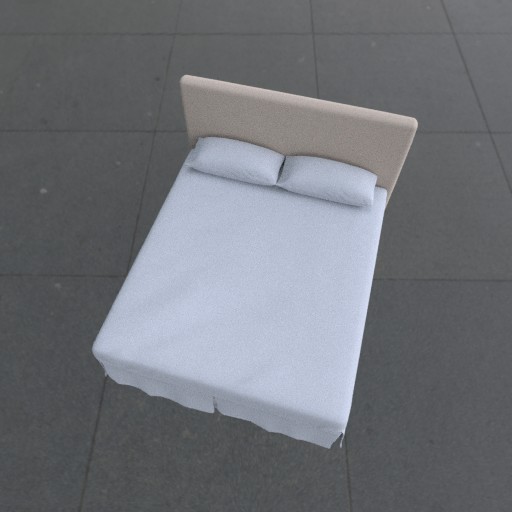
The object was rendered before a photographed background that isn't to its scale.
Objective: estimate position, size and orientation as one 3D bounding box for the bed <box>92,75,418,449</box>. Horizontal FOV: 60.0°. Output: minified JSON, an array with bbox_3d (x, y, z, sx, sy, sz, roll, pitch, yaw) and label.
[{"bbox_3d":[0.000,0.000,3.329,1.884,1.330,2.142,14,59,8],"label":"bed"}]
